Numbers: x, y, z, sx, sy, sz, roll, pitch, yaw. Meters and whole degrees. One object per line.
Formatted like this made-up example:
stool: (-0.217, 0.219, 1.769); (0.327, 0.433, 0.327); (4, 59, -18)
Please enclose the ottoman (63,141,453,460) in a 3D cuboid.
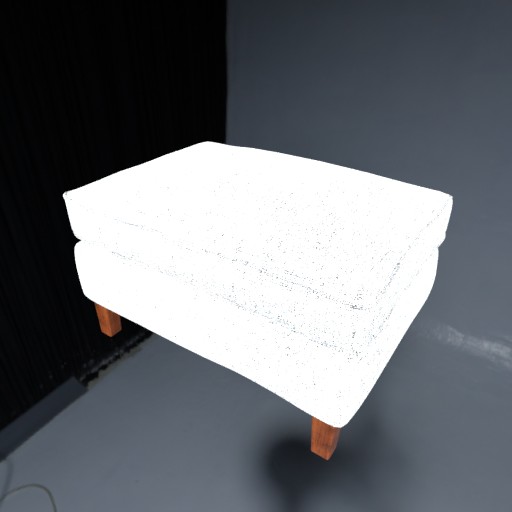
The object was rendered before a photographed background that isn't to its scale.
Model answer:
ottoman: (0.000, 0.000, 0.978); (0.686, 0.406, 0.508); (19, 36, 29)
